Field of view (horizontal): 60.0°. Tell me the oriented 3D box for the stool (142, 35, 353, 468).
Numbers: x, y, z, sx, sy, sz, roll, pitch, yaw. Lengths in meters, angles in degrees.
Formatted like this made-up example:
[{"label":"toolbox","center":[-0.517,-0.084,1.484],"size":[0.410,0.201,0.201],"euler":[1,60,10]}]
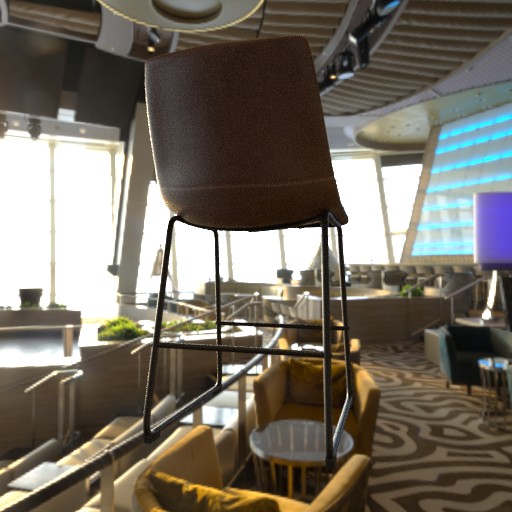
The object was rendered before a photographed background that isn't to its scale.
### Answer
[{"label":"stool","center":[0.000,0.000,1.178],"size":[0.460,0.890,0.550],"euler":[0,-1,17]}]
